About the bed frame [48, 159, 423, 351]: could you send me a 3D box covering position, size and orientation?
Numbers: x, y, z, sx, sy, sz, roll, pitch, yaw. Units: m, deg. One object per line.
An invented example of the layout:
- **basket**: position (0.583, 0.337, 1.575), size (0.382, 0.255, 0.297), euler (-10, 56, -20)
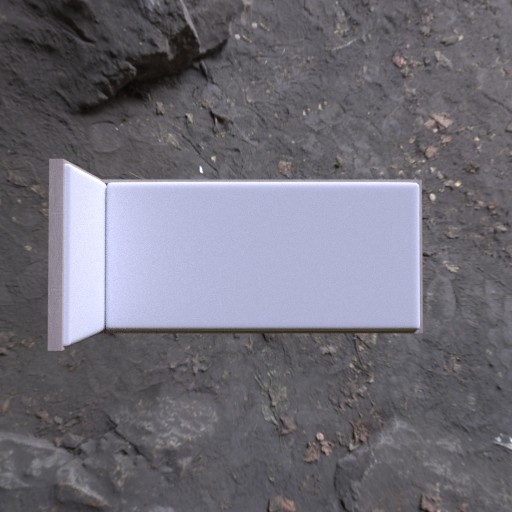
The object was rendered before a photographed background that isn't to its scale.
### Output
- **bed frame**: position (0.000, 0.000, 2.744), size (2.140, 0.920, 0.990), euler (0, 89, 0)
